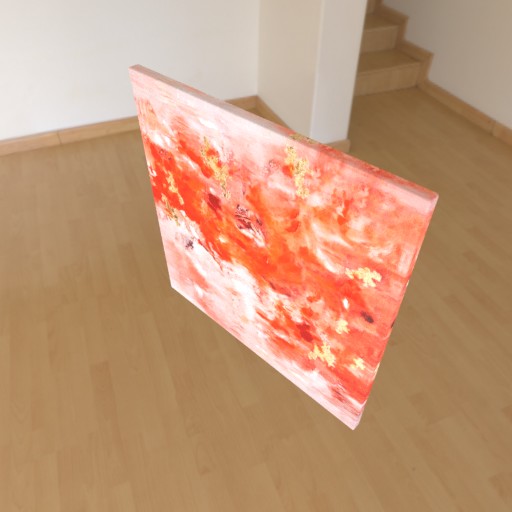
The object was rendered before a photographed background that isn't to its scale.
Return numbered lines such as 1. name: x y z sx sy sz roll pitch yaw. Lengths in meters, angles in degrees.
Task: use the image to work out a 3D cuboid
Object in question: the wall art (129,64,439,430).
1. wall art: 0.000 0.000 1.295 0.878 0.878 0.066 33 53 29
